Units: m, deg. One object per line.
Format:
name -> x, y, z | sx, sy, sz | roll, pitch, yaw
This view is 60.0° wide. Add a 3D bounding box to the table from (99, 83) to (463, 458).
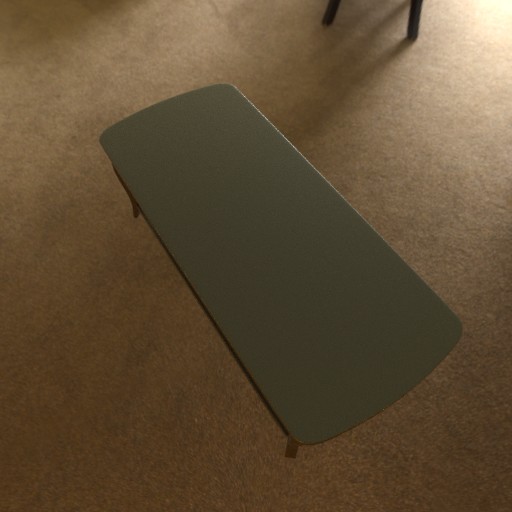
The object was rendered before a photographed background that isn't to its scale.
table -> 0.000, 0.000, 1.596 | 0.571, 0.457, 1.333 | -29, 62, -17
